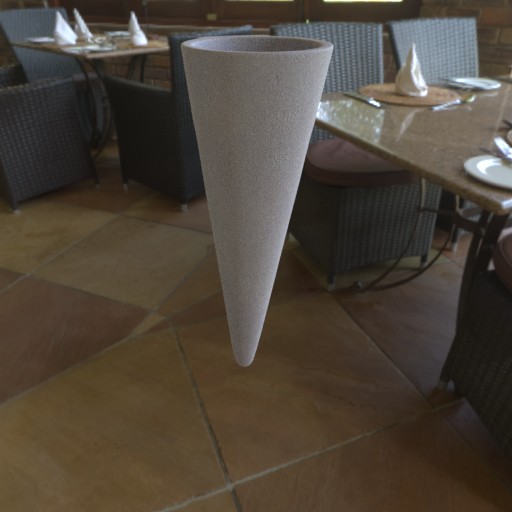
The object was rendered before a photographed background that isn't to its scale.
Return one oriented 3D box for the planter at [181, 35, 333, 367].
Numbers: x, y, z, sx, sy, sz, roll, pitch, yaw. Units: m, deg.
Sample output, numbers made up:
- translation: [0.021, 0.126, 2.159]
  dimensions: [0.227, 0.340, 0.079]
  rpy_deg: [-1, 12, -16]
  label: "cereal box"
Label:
- translation: [0.000, 0.000, 0.297]
  dimensions: [0.078, 0.259, 0.087]
  rpy_deg: [-10, 32, -16]
  label: "planter"
